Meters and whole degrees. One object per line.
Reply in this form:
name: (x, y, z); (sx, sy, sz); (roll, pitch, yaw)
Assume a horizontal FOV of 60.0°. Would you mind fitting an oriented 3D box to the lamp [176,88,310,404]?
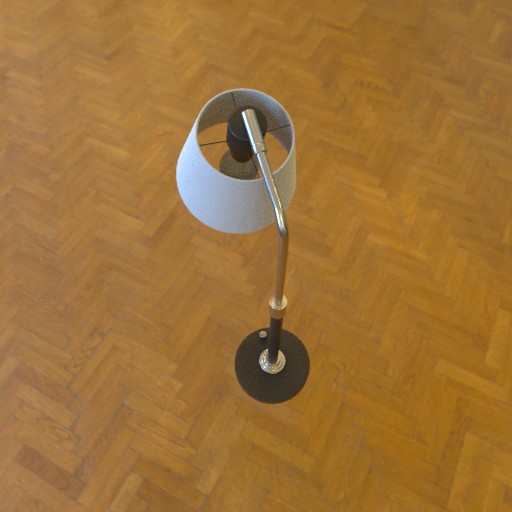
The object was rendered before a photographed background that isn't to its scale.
lamp: (0.000, 0.000, 0.705); (0.181, 0.539, 0.348); (-16, 60, -9)
